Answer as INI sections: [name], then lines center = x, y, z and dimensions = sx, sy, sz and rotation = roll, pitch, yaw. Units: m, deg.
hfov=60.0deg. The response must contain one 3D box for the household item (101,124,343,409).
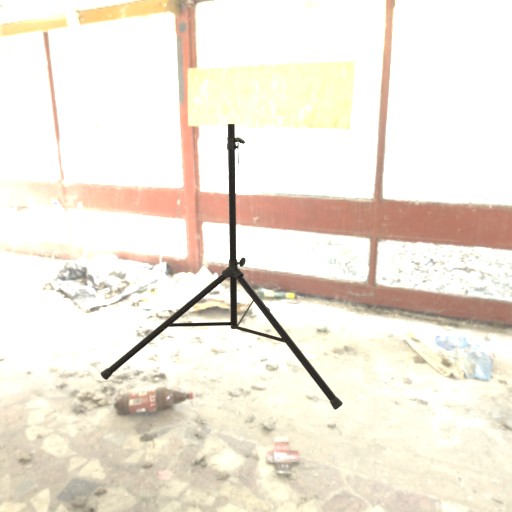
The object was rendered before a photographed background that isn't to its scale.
[household item]
center = 0.000, 0.000, 2.775
dimensions = 1.596, 1.595, 1.339
rotation = -14, 21, -43
